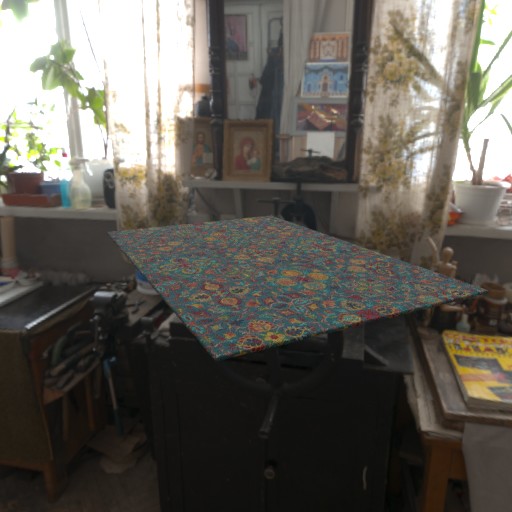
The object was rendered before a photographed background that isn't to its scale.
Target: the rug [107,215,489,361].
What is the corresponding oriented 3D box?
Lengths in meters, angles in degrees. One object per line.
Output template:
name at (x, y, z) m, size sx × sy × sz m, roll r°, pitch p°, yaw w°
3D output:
rug at (0.000, 0.000, 2.338) m, size 1.216 × 0.014 × 1.836 m, roll -8°, pitch 18°, yaw -26°
